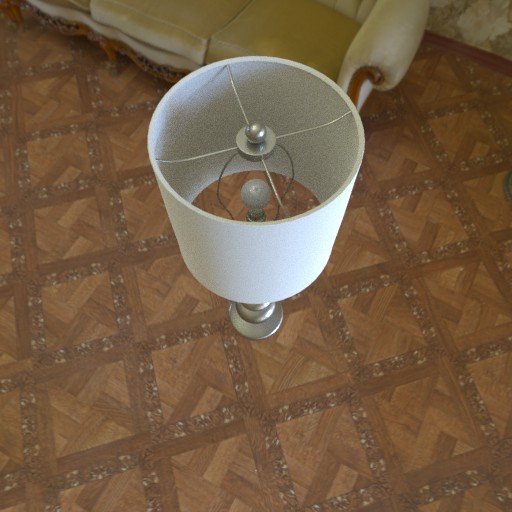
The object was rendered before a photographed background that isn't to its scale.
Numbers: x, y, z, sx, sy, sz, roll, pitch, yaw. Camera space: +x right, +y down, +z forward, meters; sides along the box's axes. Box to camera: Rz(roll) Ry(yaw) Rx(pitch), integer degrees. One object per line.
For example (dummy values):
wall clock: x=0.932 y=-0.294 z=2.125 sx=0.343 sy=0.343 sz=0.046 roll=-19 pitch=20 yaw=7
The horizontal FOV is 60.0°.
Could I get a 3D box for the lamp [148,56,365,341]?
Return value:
lamp: x=0.000 y=0.000 z=0.818 sx=0.254 sy=0.690 sz=0.254 roll=-16 pitch=65 yaw=-8
